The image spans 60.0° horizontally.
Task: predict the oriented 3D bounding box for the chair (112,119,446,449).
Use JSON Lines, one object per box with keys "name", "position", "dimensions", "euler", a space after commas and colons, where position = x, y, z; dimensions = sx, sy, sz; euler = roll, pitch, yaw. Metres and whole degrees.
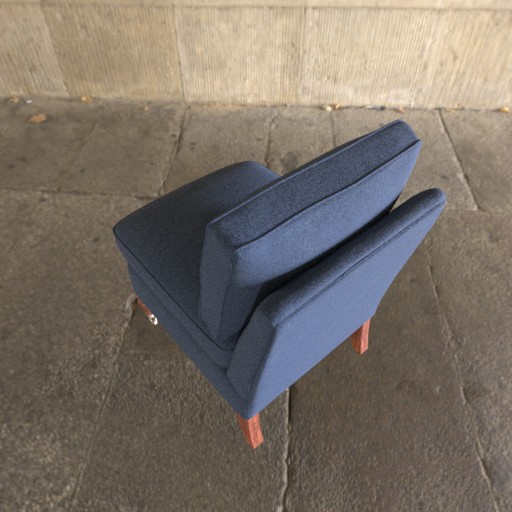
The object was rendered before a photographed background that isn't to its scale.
{"name": "chair", "position": [0.000, 0.000, 1.616], "dimensions": [0.724, 1.052, 0.912], "euler": [-32, 54, -27]}
